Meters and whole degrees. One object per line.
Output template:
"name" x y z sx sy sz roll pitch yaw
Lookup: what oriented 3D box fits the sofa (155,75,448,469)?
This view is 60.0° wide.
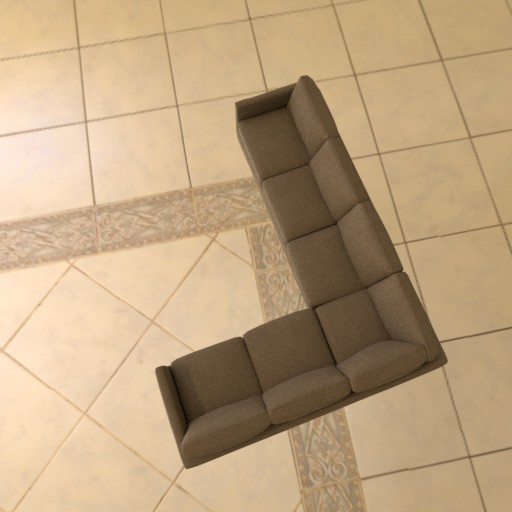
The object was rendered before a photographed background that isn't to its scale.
"sofa" 0.000 0.000 4.562 2.593 0.947 3.302 -20 76 -5
